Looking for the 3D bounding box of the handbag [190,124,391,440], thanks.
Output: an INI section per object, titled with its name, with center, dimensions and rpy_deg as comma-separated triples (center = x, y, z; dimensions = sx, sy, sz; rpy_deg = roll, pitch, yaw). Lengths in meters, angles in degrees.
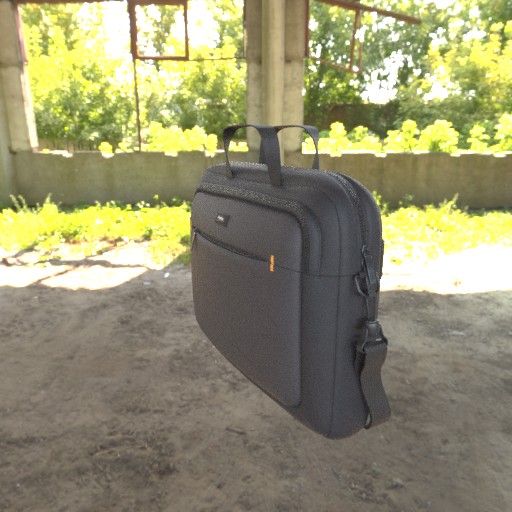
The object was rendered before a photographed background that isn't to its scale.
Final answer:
[handbag]
center = 0.000, 0.000, 0.584
dimensions = 0.126, 0.330, 0.429
rpy_deg = -8, 17, -28
